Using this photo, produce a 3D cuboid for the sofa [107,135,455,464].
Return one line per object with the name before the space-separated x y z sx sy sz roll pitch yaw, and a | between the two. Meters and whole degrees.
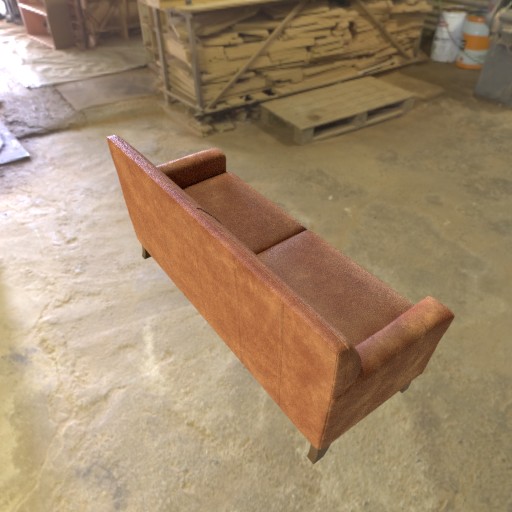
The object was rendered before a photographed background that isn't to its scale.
sofa | 0.000 0.000 2.563 0.805 0.947 2.053 -25 46 -27
